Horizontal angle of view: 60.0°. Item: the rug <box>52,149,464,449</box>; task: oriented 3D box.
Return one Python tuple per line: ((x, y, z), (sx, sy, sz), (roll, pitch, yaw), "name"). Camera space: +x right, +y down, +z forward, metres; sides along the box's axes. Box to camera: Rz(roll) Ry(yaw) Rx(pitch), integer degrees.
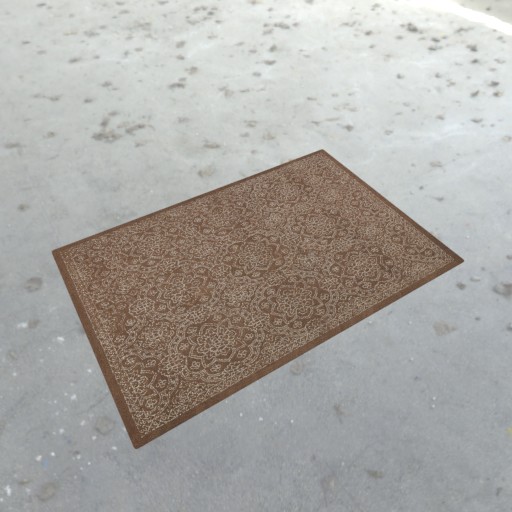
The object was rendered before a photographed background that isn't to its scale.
((0.000, 0.000, 2.351), (1.829, 0.010, 1.219), (-24, 52, -21), "rug")
